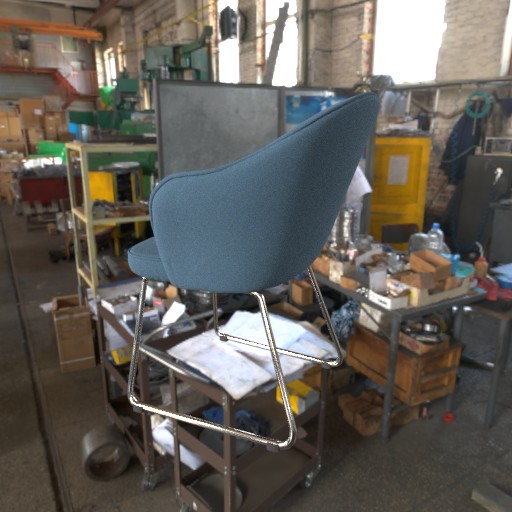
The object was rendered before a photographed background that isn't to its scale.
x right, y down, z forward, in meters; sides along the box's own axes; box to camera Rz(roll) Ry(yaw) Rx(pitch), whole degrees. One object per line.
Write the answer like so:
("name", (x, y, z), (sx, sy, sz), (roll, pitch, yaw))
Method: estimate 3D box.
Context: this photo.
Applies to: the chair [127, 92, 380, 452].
("chair", (0.000, 0.000, 1.200), (0.585, 0.815, 0.570), (8, 18, 25))
